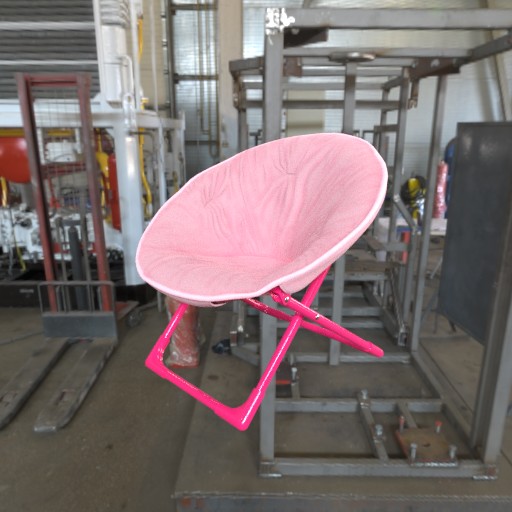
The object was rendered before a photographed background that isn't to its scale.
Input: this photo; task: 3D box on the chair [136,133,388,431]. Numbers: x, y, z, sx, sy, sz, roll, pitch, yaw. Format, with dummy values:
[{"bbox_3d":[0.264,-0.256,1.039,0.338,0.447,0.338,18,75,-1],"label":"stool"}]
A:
[{"bbox_3d":[0.000,0.000,0.925,0.459,0.494,0.522,-15,21,-43],"label":"chair"}]
